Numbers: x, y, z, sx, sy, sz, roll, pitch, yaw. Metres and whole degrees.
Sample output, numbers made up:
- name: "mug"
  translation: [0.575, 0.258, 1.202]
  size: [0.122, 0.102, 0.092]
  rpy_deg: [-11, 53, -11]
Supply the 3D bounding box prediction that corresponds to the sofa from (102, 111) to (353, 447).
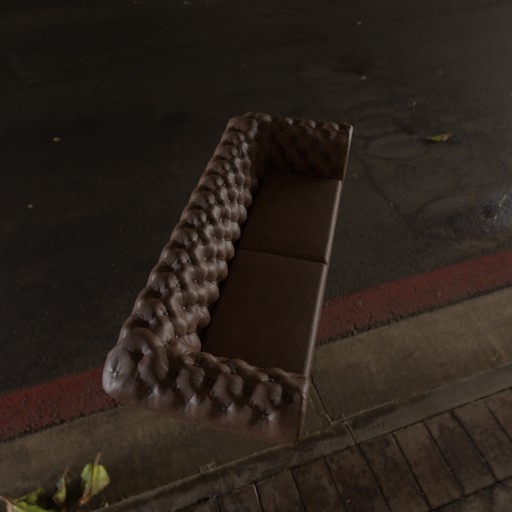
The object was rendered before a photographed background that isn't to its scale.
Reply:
- name: "sofa"
  translation: [0.000, 0.000, 2.848]
  size: [0.944, 0.783, 2.385]
  rpy_deg: [10, 48, 9]
